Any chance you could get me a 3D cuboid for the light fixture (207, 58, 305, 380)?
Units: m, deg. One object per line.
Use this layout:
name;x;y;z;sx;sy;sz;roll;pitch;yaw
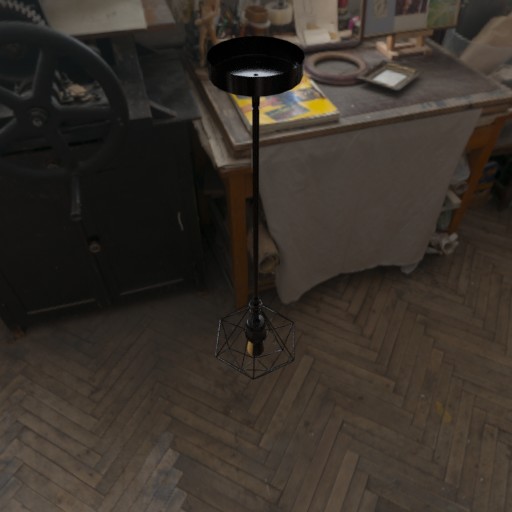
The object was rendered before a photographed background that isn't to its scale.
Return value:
light fixture;0.000;0.000;1.976;0.487;1.764;0.431;25;52;22
